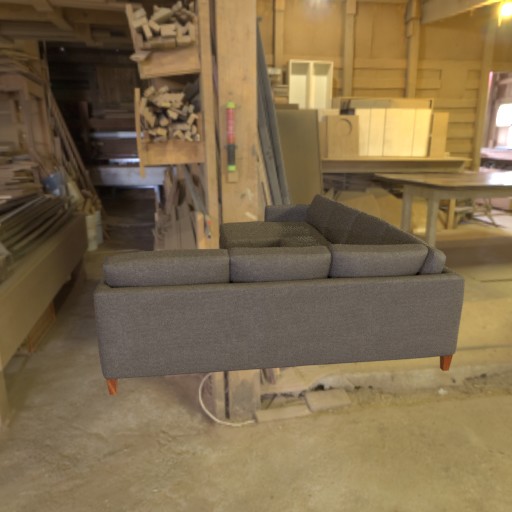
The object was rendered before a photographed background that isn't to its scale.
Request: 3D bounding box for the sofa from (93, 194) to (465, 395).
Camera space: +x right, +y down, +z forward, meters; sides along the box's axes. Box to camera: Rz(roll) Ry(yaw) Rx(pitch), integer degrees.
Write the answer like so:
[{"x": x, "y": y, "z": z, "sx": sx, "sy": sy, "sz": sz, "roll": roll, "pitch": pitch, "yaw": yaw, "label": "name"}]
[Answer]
[{"x": 0.000, "y": 0.000, "z": 4.674, "sx": 2.594, "sy": 0.961, "sz": 3.460, "roll": -2, "pitch": 15, "yaw": -7, "label": "sofa"}]
